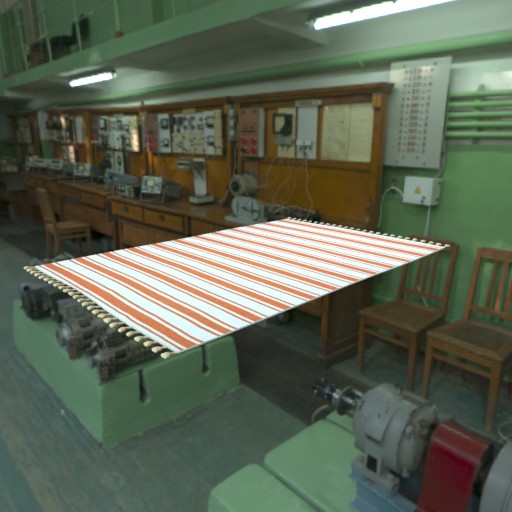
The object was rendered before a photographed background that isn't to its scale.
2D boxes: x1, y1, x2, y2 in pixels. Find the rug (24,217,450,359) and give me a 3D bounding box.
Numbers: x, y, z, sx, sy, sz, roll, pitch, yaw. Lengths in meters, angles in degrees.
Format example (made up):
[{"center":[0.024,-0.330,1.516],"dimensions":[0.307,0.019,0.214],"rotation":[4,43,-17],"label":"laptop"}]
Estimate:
[{"center":[0.000,0.000,2.946],"dimensions":[2.433,0.022,1.556],"rotation":[-14,21,-42],"label":"rug"}]
